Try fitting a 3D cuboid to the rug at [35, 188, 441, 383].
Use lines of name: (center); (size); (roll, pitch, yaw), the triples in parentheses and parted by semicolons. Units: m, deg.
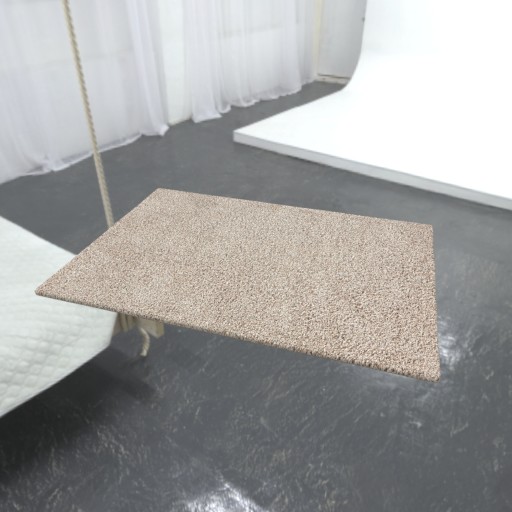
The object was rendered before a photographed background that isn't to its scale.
rug: (0.000, 0.000, 2.315); (1.778, 0.030, 1.219); (10, 34, 15)
